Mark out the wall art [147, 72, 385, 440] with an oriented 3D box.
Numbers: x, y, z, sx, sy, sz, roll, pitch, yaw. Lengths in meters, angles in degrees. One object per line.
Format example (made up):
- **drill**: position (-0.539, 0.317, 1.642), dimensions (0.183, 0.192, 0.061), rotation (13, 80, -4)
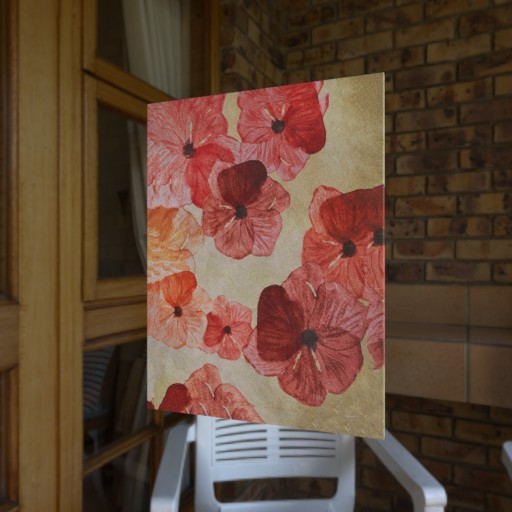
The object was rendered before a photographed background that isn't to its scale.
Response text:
- **wall art**: position (0.000, 0.000, 1.365), dimensions (0.762, 1.015, 0.031), rotation (0, 0, 20)
